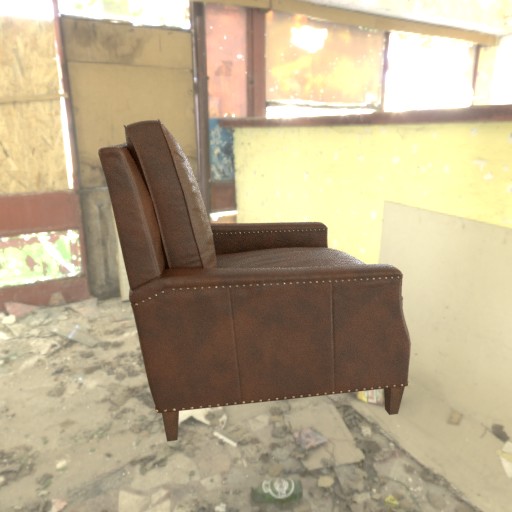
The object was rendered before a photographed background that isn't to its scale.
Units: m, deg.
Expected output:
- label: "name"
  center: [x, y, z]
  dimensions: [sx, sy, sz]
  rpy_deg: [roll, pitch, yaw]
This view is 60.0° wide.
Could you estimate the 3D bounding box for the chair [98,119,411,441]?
- label: "chair"
  center: [0.000, 0.000, 1.812]
  dimensions: [1.035, 1.054, 0.854]
  rpy_deg: [-3, 16, -10]
